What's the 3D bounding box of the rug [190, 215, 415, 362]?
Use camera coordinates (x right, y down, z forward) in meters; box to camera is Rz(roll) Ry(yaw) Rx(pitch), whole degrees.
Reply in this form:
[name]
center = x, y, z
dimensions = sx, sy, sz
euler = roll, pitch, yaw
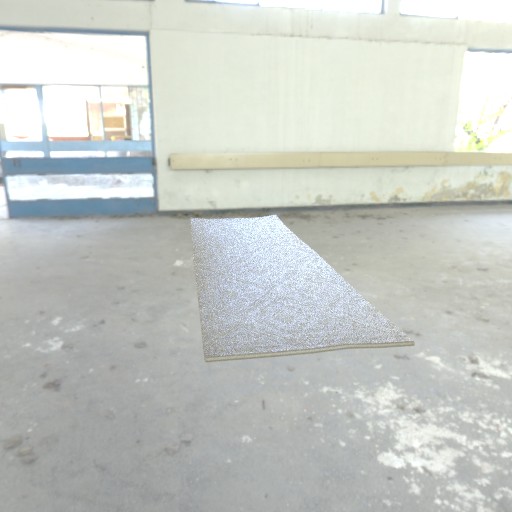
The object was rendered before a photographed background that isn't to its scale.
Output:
[rug]
center = 0.000, 0.000, 2.684
dimensions = 0.752, 0.051, 2.452
euler = -2, 16, -9
